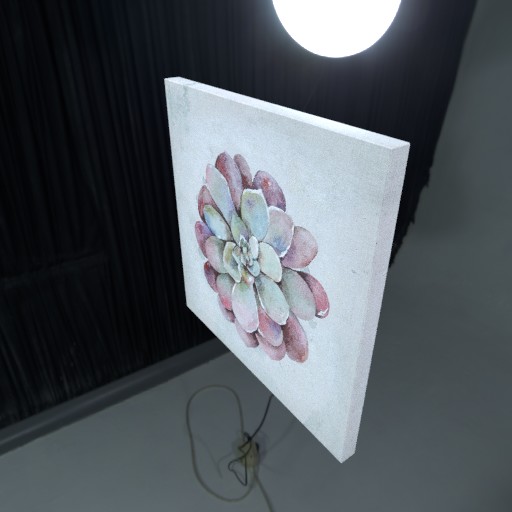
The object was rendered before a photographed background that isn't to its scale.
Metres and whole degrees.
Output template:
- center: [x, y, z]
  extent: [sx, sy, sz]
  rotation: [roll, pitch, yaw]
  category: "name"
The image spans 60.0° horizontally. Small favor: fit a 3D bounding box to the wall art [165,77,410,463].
- center: [0.000, 0.000, 0.902]
  extent: [0.044, 0.605, 0.605]
  rotation: [-20, 36, -30]
  category: "wall art"
